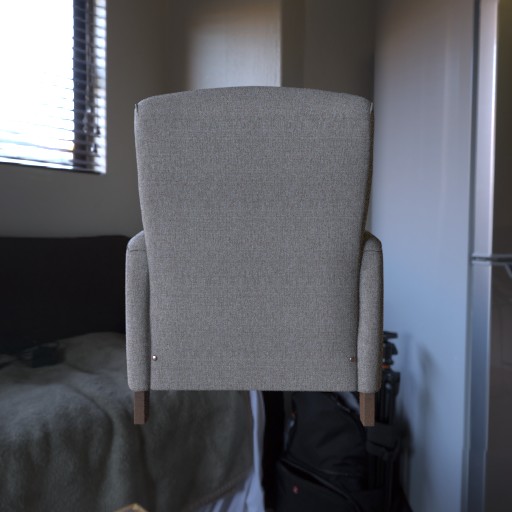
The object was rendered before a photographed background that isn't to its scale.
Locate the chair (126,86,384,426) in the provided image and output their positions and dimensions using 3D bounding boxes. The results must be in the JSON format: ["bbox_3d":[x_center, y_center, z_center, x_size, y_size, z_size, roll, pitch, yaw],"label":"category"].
[{"bbox_3d":[0.000,0.000,1.689,0.848,1.014,0.864,0,3,1],"label":"chair"}]
